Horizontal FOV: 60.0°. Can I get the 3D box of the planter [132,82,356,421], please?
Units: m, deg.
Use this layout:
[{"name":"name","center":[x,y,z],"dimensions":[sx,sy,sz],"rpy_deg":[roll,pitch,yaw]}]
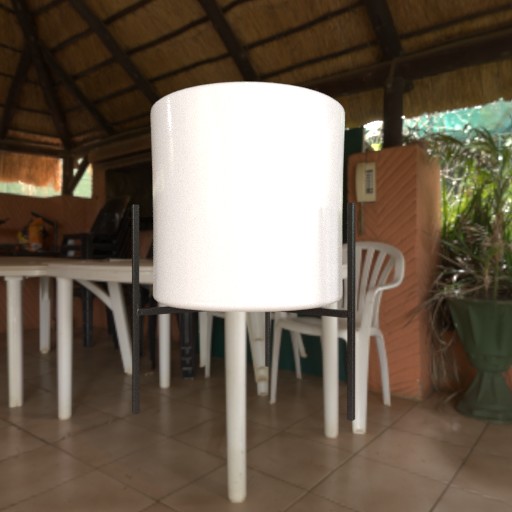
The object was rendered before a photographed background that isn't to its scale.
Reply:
[{"name":"planter","center":[0.000,0.000,0.757],"dimensions":[0.361,0.480,0.360],"rpy_deg":[0,1,37]}]
